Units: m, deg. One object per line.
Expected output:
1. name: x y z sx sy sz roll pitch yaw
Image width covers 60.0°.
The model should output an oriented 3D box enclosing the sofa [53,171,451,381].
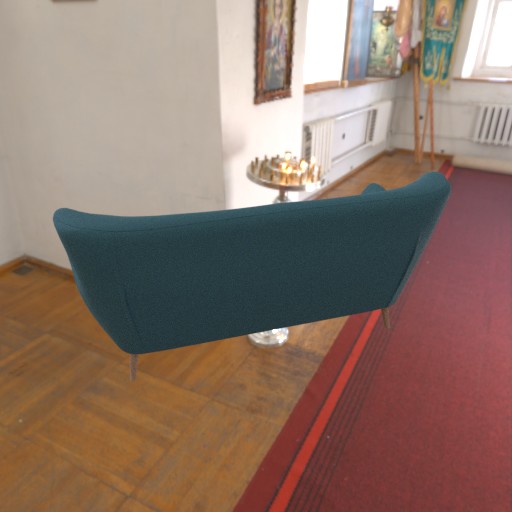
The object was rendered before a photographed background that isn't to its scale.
1. sofa: 0.000 0.000 2.370 1.930 0.890 0.889 -8 28 -16
